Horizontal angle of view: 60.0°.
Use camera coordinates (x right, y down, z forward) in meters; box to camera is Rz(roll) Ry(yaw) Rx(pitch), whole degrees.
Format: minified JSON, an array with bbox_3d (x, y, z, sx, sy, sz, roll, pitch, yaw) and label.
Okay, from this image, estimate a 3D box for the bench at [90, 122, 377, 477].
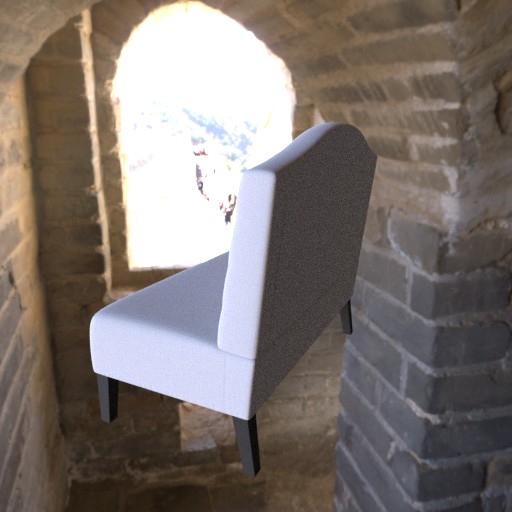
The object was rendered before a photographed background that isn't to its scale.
[{"bbox_3d":[0.000,0.000,2.059,0.815,1.180,1.335,8,17,26],"label":"bench"}]
